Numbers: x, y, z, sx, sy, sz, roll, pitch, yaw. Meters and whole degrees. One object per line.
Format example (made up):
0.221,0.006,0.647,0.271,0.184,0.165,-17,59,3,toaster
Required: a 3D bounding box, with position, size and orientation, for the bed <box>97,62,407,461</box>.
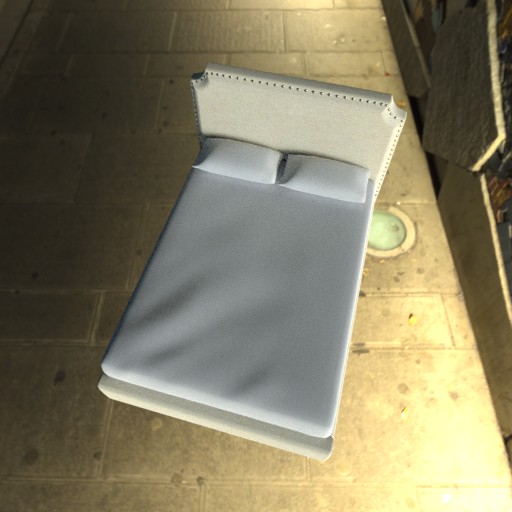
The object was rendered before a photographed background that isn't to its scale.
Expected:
0.000,0.000,3.376,1.713,1.457,2.381,13,59,8,bed
